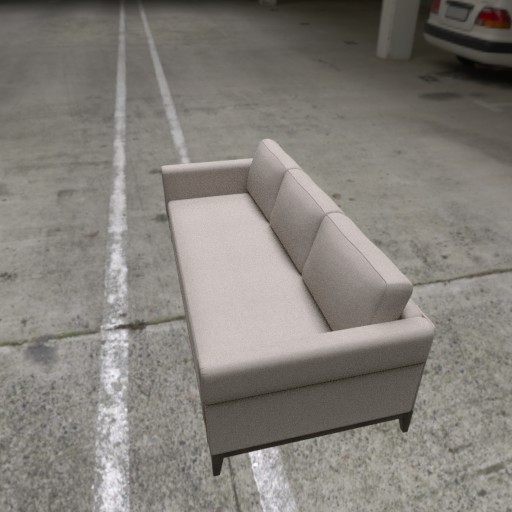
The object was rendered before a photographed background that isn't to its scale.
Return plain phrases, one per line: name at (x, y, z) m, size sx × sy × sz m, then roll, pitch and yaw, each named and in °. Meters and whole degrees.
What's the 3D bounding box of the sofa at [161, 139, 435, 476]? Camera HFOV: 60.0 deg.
sofa at (0.000, 0.000, 2.703) m, size 0.959 × 0.838 × 2.210 m, roll -7°, pitch 32°, yaw -12°
